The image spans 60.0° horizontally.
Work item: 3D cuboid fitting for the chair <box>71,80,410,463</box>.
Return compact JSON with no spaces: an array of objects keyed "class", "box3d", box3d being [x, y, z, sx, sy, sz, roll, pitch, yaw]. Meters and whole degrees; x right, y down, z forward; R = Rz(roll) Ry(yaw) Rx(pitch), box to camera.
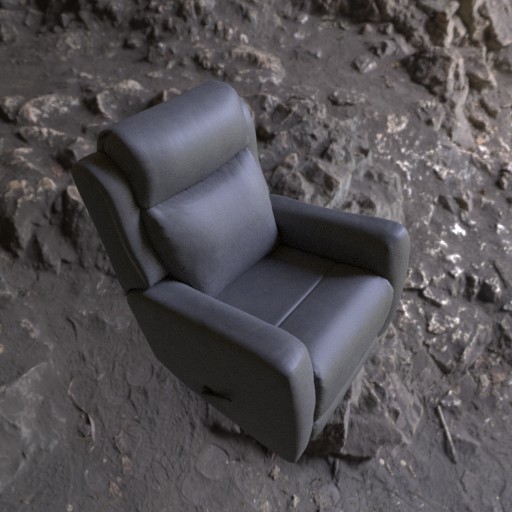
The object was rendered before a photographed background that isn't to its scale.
[{"class":"chair","box3d":[0.000,0.000,1.874,1.068,1.116,0.967,27,48,27]}]
